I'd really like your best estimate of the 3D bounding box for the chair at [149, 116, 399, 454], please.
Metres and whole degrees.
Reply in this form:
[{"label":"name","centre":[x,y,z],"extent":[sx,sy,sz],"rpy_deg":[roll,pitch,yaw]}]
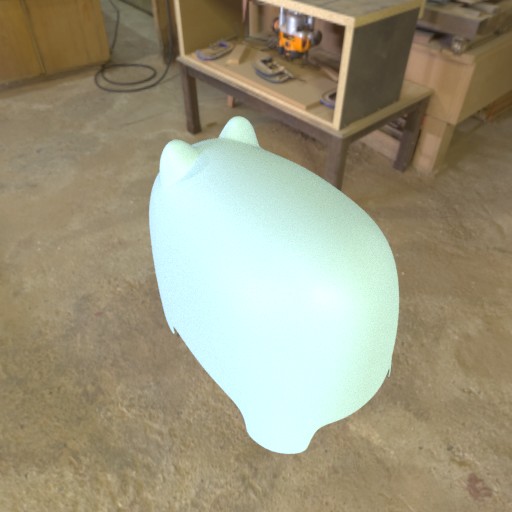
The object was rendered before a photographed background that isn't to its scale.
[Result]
[{"label":"chair","centre":[0.000,0.000,0.865],"extent":[0.364,0.423,0.619],"rpy_deg":[-30,52,-27]}]
